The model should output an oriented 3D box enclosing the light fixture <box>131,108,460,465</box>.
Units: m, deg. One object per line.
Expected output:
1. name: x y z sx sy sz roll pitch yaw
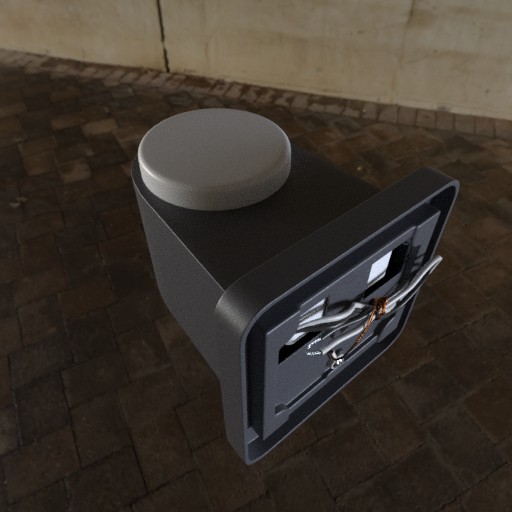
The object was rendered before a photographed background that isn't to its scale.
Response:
1. light fixture: 0.000 0.000 0.210 0.109 0.109 0.132 -31 53 -27
